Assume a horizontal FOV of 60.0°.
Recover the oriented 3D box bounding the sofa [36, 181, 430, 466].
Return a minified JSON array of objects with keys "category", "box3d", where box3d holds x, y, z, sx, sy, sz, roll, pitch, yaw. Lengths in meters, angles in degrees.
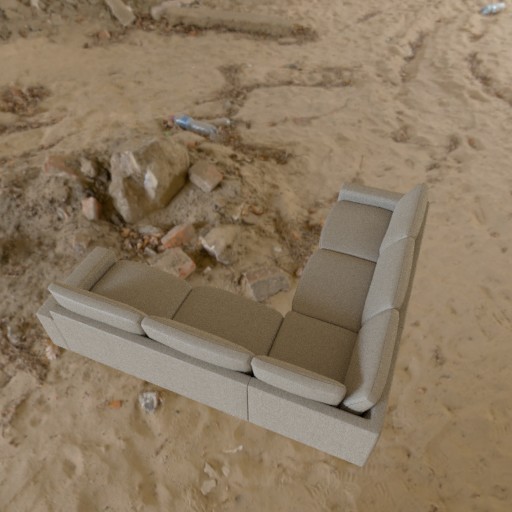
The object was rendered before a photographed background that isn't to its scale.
[{"category":"sofa","box3d":[0.000,0.000,4.063,2.742,0.800,2.622,16,49,15]}]
